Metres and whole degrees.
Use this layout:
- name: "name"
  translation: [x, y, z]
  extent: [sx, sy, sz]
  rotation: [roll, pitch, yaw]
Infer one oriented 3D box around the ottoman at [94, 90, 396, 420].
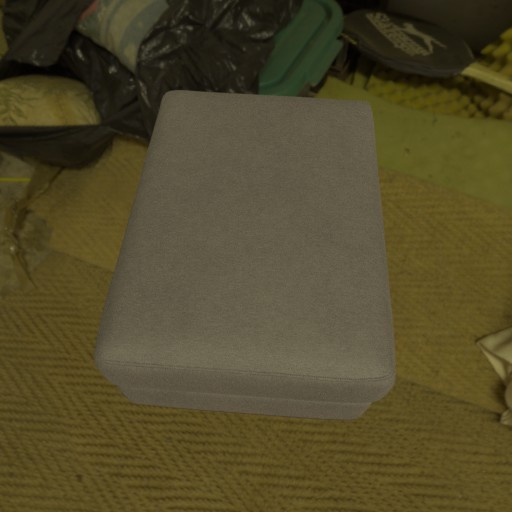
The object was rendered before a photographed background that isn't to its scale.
- name: "ottoman"
  translation: [0.000, 0.000, 1.148]
  extent: [0.574, 0.497, 0.773]
  rotation: [4, 59, 2]
